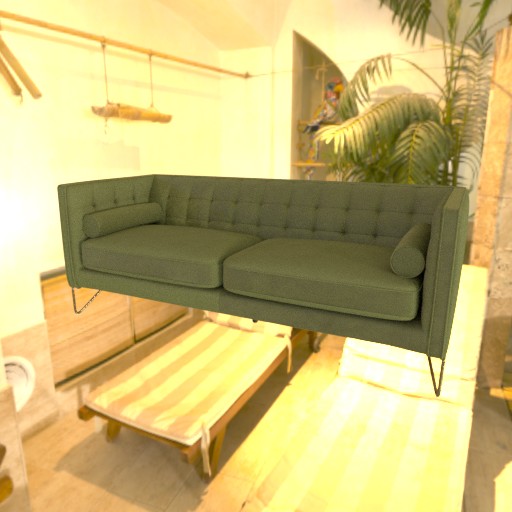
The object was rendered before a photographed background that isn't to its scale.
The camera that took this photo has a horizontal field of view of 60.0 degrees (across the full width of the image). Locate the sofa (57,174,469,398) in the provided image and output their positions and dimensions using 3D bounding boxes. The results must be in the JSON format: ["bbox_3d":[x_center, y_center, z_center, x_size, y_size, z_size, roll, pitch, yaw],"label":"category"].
[{"bbox_3d":[0.000,0.000,2.473,2.087,0.789,0.867,7,16,25],"label":"sofa"}]
